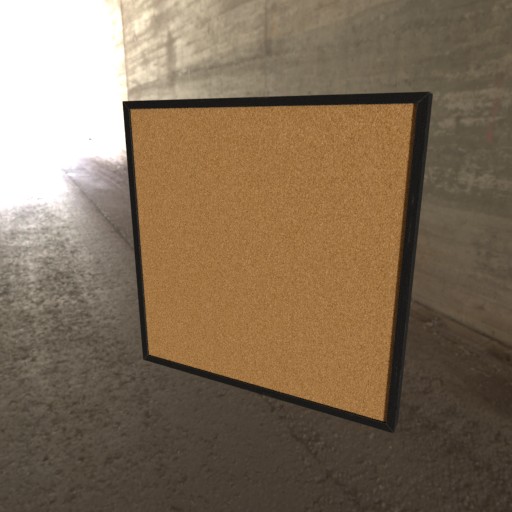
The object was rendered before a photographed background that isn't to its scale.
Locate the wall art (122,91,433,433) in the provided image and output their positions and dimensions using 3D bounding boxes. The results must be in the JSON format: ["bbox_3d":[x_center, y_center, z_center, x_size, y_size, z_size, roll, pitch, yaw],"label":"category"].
[{"bbox_3d":[0.000,0.000,0.751,0.506,0.506,0.036,8,18,26],"label":"wall art"}]
